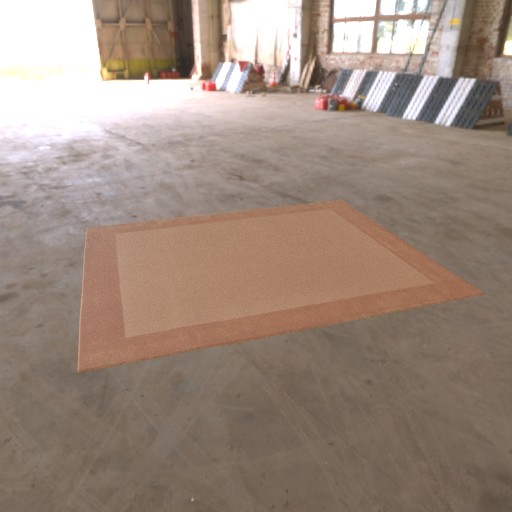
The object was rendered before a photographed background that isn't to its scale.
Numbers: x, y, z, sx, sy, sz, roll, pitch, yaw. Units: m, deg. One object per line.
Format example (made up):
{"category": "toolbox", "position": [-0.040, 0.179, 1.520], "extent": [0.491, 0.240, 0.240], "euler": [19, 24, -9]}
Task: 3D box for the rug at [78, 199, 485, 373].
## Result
{"category": "rug", "position": [0.000, 0.000, 4.137], "extent": [3.057, 0.021, 2.431], "euler": [-8, 27, -16]}
